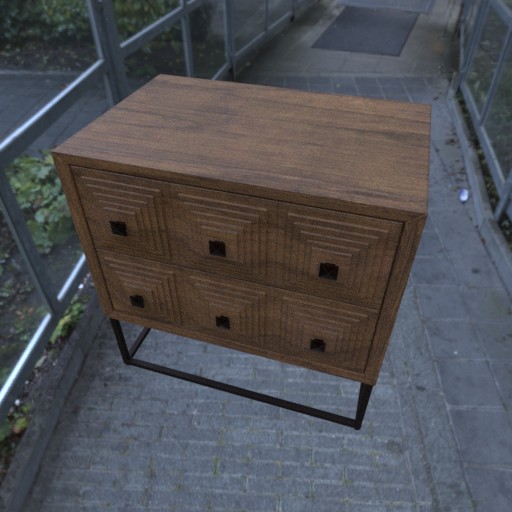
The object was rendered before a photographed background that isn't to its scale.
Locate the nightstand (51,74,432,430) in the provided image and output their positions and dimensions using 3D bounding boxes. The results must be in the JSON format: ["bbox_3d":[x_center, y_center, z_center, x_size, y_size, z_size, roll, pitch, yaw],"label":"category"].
[{"bbox_3d":[0.000,0.000,1.008,0.610,0.610,0.437,12,42,13],"label":"nightstand"}]
